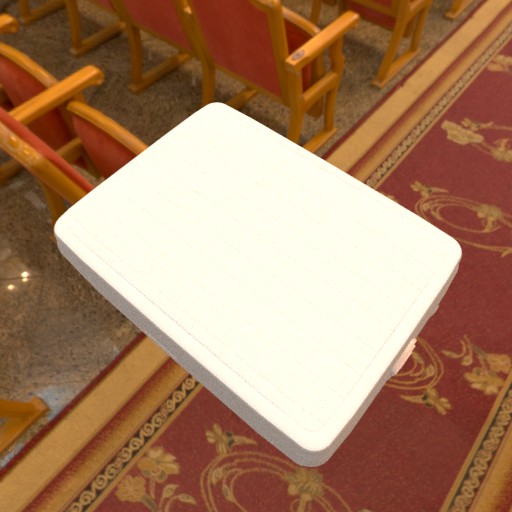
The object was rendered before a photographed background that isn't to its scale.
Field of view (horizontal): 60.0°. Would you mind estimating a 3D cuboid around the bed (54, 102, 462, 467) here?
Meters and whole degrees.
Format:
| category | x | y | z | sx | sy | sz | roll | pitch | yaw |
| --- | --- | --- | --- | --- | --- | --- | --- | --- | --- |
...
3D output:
| category | x | y | z | sx | sy | sz | roll | pitch | yaw |
| --- | --- | --- | --- | --- | --- | --- | --- | --- | --- |
| bed | 0.000 | 0.000 | 2.669 | 2.036 | 0.460 | 1.520 | 36 | 65 | 19 |
